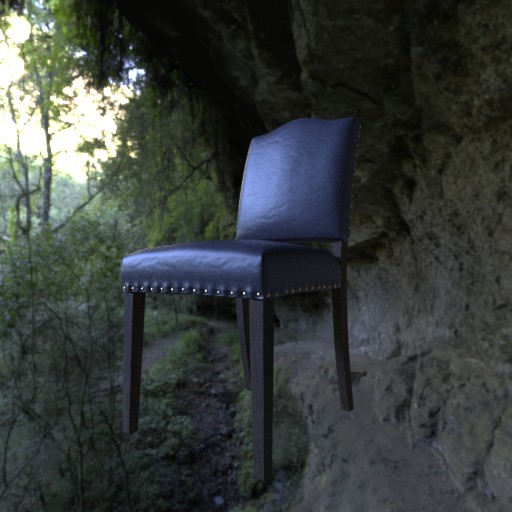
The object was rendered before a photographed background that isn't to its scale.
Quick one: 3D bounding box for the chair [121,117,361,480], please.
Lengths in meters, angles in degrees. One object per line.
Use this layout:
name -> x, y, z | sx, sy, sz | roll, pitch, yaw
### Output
chair -> 0.000, 0.000, 1.359 | 0.500, 0.991, 0.633 | -1, -1, 36
